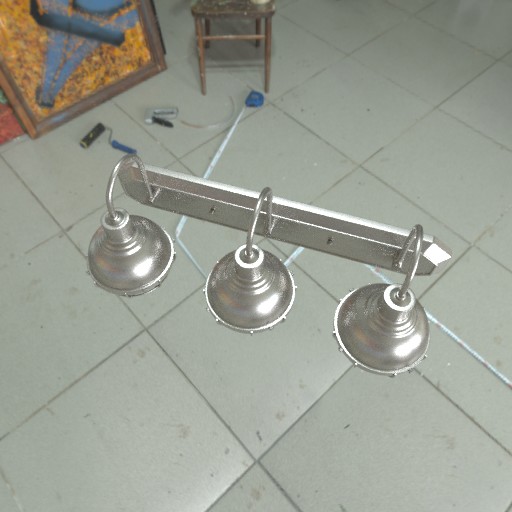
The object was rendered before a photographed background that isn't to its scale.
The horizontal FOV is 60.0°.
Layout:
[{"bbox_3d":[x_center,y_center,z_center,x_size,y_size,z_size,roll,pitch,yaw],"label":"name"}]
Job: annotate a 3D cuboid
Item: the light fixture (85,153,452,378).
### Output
[{"bbox_3d":[0.000,0.000,0.757,0.634,0.254,0.229,15,59,10],"label":"light fixture"}]
